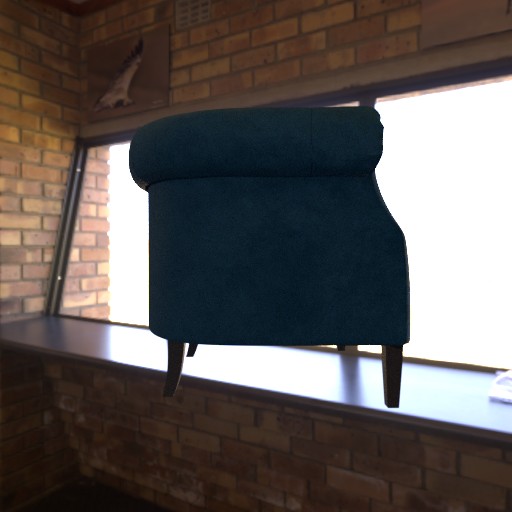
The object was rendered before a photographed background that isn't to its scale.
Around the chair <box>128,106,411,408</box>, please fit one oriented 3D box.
[{"bbox_3d":[0.000,0.000,1.567,0.851,0.826,0.904,0,1,-1],"label":"chair"}]
